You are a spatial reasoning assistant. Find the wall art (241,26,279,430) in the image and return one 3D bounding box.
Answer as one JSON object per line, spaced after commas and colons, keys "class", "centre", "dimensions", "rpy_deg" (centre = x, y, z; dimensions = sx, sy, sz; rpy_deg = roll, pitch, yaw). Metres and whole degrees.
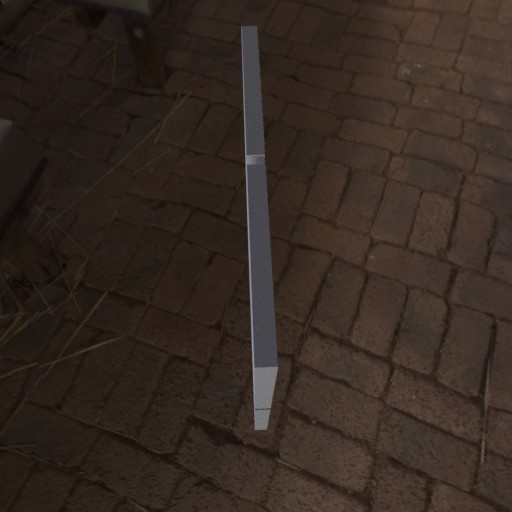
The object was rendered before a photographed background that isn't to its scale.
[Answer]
{"class": "wall art", "centre": [0.000, 0.000, 0.924], "dimensions": [0.029, 0.611, 0.611], "rpy_deg": [-2, 62, -1]}
